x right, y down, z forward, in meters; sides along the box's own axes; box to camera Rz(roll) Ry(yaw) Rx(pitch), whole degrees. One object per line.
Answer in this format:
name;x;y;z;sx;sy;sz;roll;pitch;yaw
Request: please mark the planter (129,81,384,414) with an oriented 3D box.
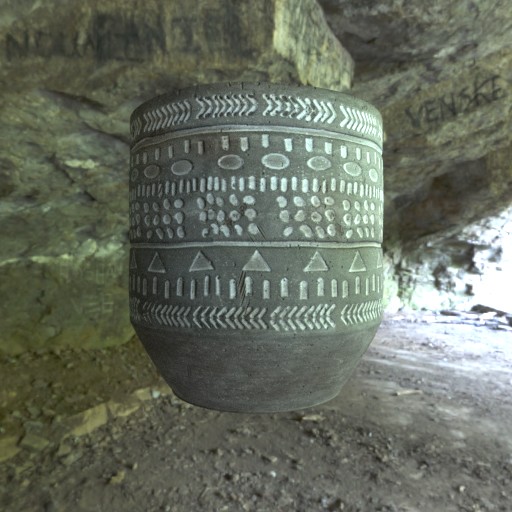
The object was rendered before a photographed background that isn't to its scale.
planter;0.000;0.000;0.257;0.142;0.149;0.142;0;0;0
